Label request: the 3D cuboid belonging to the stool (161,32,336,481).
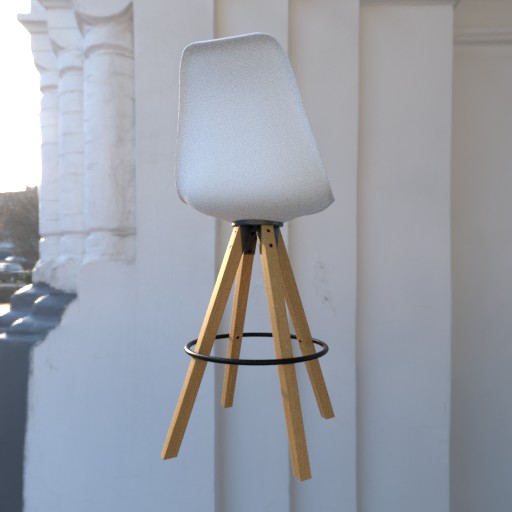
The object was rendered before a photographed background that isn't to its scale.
[{"bbox_3d":[0.000,0.000,1.373,0.482,1.115,0.549,0,0,18],"label":"stool"}]
